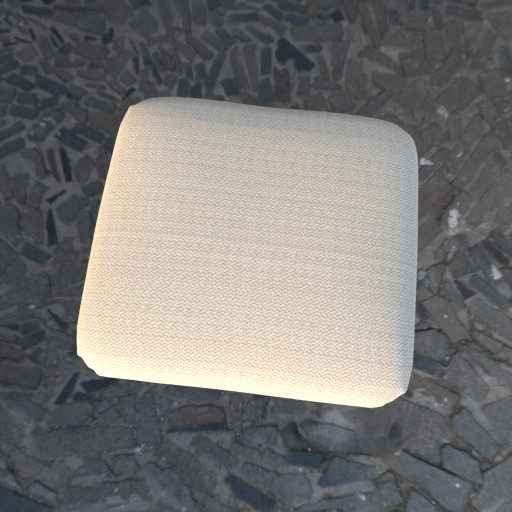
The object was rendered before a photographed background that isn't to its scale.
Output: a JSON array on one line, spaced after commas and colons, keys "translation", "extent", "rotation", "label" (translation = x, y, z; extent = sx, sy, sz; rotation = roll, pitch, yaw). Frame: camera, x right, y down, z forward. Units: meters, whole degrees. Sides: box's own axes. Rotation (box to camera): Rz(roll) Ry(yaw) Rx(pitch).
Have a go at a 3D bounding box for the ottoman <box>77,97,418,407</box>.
[{"translation": [0.000, 0.000, 1.066], "extent": [0.684, 0.447, 0.622], "rotation": [6, 76, 2], "label": "ottoman"}]
